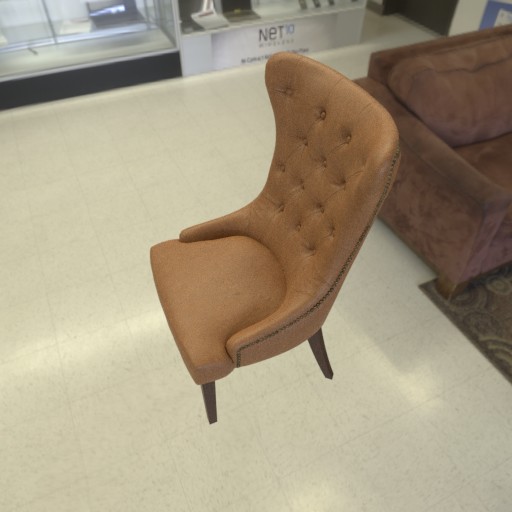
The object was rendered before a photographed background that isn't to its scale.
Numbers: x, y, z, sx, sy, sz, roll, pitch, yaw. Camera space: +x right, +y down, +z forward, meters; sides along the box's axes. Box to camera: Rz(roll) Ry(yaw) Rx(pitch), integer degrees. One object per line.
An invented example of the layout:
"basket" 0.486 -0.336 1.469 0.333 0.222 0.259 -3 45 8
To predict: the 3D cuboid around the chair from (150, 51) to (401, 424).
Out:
"chair" 0.000 0.000 1.470 0.669 1.065 0.611 -17 49 -16
